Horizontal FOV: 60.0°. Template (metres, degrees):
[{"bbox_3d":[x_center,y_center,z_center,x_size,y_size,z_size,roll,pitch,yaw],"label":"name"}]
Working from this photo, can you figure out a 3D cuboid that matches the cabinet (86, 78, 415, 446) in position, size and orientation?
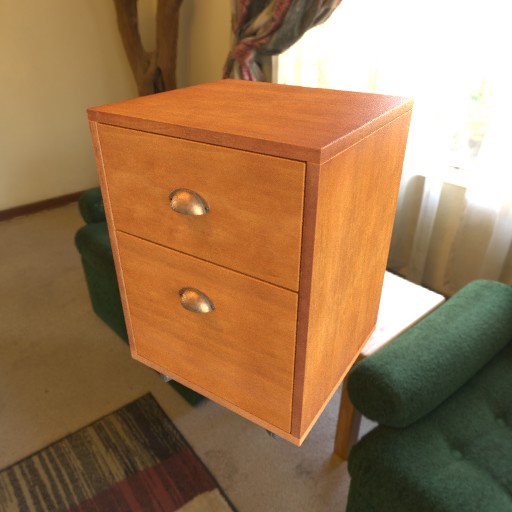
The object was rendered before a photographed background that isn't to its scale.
[{"bbox_3d":[0.000,0.000,0.875,0.409,0.579,0.401,18,34,28],"label":"cabinet"}]
